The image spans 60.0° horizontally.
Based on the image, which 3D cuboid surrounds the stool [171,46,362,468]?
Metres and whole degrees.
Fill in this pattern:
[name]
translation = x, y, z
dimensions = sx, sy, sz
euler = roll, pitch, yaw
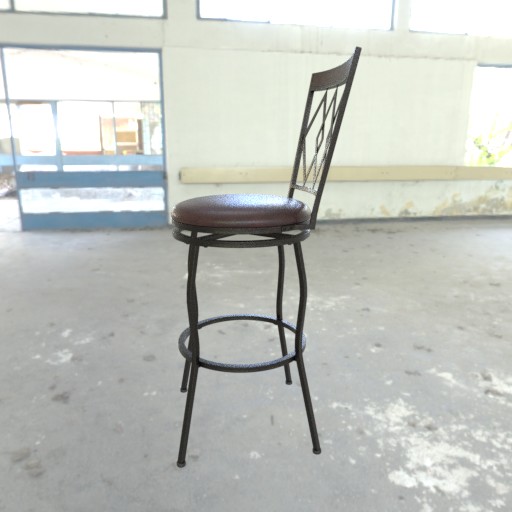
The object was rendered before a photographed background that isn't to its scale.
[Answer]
[stool]
translation = 0.000, 0.000, 1.380
dimensions = 0.521, 1.134, 0.432
euler = -2, 14, -8
